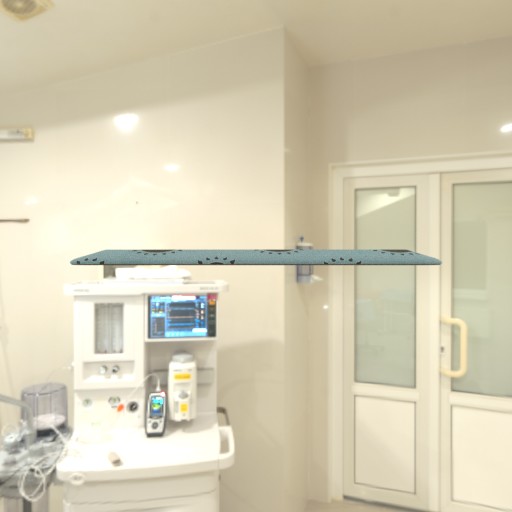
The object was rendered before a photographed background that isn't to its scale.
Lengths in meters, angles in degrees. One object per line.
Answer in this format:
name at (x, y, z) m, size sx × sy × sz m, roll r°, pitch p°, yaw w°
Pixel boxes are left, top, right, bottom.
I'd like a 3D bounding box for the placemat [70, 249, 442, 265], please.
placemat at (0.000, 0.000, 0.954) m, size 0.508 × 0.021 × 0.762 m, roll 0°, pitch 0°, yaw 0°
